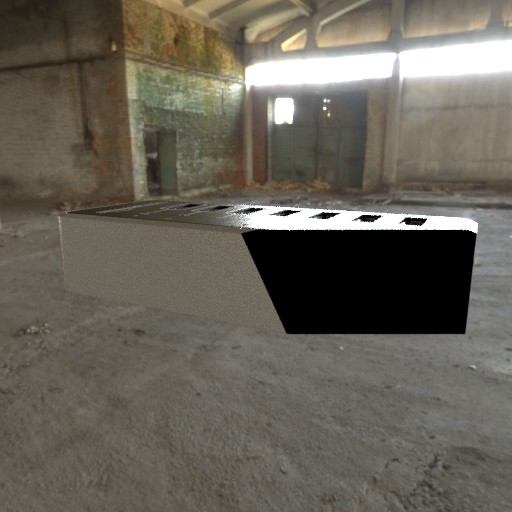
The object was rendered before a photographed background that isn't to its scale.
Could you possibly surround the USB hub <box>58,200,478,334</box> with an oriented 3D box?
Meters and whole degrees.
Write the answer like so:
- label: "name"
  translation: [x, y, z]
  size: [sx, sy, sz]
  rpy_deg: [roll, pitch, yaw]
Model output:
- label: "USB hub"
  translation: [0.000, 0.000, 0.125]
  size: [0.110, 0.023, 0.044]
  rpy_deg: [7, 15, 26]
